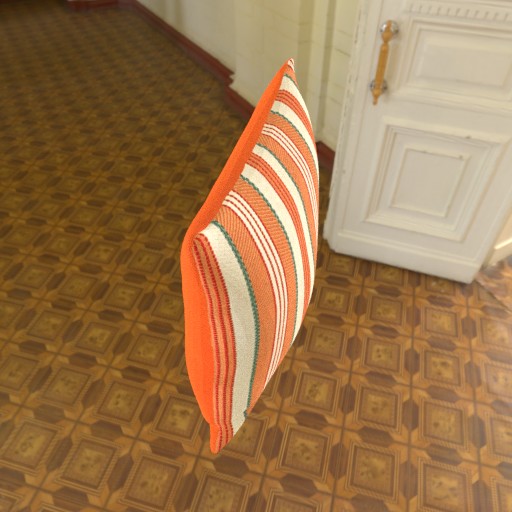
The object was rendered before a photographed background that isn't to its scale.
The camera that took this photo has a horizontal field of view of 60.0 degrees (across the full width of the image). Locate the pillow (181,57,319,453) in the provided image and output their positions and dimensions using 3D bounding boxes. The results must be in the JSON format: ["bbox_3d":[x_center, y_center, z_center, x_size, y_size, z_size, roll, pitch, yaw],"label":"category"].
[{"bbox_3d":[0.000,0.000,0.671,0.182,0.441,0.440,11,46,10],"label":"pillow"}]
